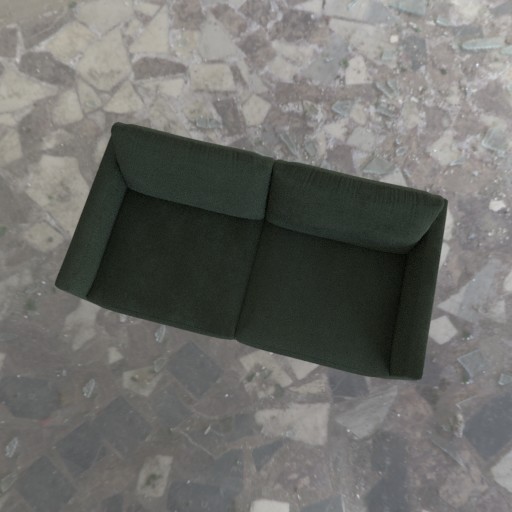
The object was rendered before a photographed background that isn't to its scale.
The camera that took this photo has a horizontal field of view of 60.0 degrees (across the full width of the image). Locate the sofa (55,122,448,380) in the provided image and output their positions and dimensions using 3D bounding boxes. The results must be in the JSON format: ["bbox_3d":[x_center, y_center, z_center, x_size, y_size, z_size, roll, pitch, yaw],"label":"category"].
[{"bbox_3d":[0.000,0.000,2.218,1.676,0.817,0.875,14,75,4],"label":"sofa"}]
